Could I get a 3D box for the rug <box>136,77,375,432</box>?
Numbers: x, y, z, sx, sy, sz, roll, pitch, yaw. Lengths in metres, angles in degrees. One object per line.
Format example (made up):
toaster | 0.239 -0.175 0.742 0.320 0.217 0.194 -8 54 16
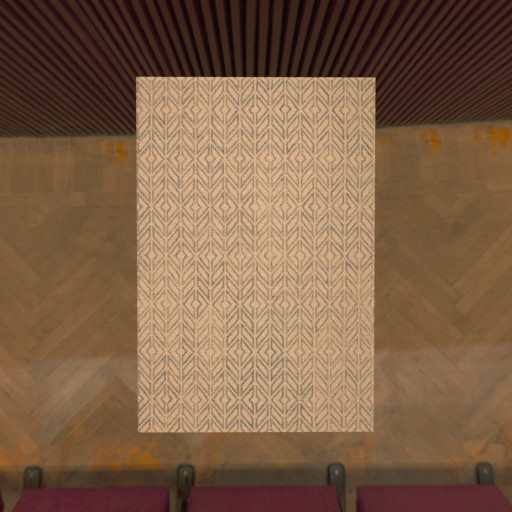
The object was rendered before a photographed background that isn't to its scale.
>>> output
rug | 0.000 0.000 2.280 1.220 0.008 1.824 0 91 0
